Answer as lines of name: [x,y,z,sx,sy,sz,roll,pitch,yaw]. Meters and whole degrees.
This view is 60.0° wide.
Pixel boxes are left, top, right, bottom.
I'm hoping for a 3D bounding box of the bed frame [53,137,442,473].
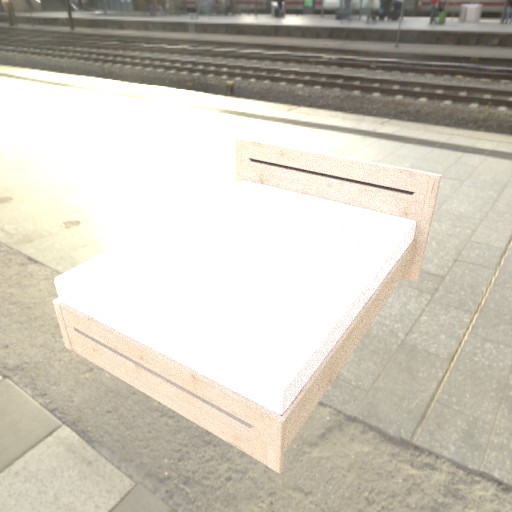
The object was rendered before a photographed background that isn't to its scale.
bed frame: [0.000,0.000,3.056,1.800,0.900,2.080,18,35,28]
